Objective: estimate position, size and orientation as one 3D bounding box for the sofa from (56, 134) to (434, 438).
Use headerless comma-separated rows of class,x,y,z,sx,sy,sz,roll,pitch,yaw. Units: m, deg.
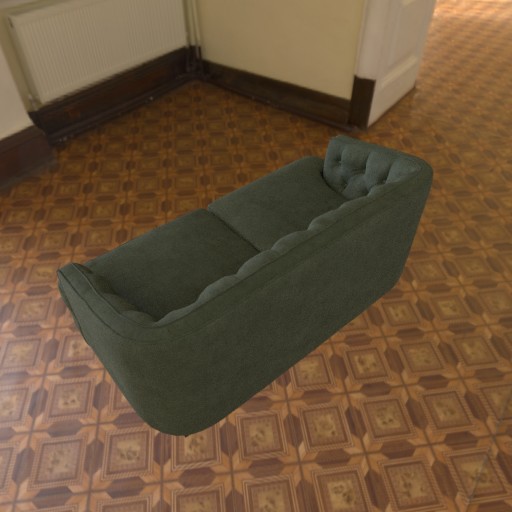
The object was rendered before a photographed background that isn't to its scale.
sofa,0.000,0.000,2.248,1.733,0.855,0.941,-30,52,-27
